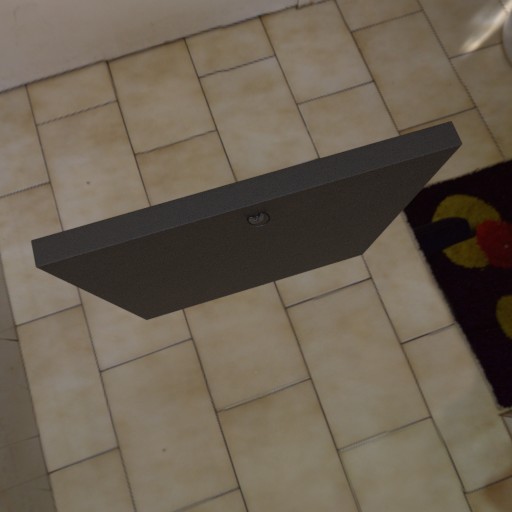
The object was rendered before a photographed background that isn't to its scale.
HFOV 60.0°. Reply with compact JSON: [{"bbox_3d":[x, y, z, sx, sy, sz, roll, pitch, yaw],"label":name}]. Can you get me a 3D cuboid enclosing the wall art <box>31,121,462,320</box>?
[{"bbox_3d":[0.000,0.000,0.516,0.349,0.349,0.038,-17,76,-4],"label":"wall art"}]
